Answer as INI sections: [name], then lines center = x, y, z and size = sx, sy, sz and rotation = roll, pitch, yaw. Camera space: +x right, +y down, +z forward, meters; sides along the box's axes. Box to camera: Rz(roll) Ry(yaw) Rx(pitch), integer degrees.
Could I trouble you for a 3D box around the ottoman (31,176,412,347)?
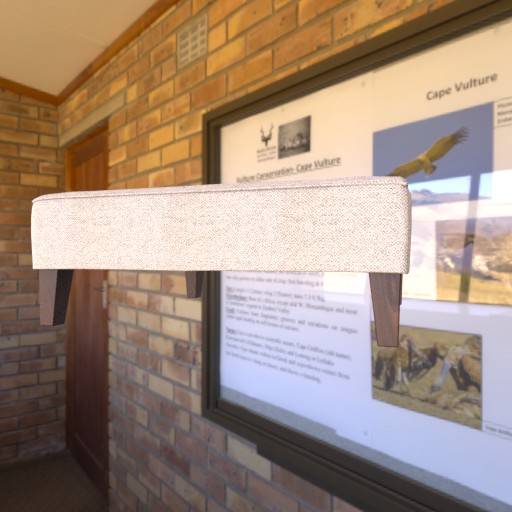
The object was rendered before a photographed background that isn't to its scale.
[ottoman]
center = 0.000, 0.000, 1.499
size = 0.982, 0.381, 0.973
rotation = 0, 0, 19
